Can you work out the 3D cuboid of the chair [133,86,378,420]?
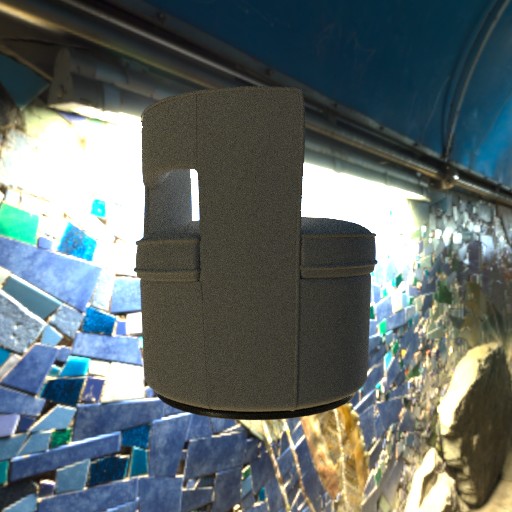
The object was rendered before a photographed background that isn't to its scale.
[{"bbox_3d":[0.000,0.000,1.242,0.665,0.723,0.650,0,0,-35],"label":"chair"}]
